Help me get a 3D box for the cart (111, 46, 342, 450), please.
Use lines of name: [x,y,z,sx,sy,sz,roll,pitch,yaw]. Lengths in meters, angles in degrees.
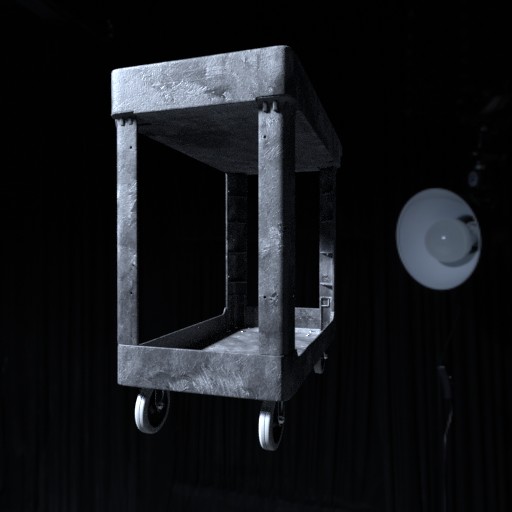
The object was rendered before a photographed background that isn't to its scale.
cart: [0.000,0.000,1.333,0.420,0.824,0.877,0,1,17]
